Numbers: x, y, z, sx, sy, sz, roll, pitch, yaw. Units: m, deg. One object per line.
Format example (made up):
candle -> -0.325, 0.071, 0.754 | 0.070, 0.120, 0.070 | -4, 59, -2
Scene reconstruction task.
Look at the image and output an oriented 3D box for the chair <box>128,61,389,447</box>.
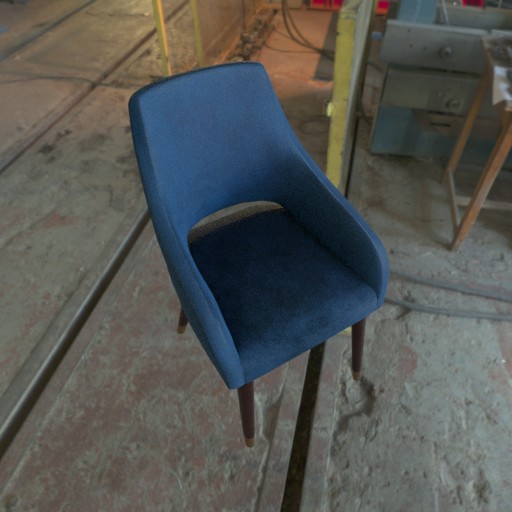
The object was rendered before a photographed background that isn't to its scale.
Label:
chair -> 0.000, 0.000, 1.607 | 0.683, 1.081, 0.794 | -24, 50, -22
